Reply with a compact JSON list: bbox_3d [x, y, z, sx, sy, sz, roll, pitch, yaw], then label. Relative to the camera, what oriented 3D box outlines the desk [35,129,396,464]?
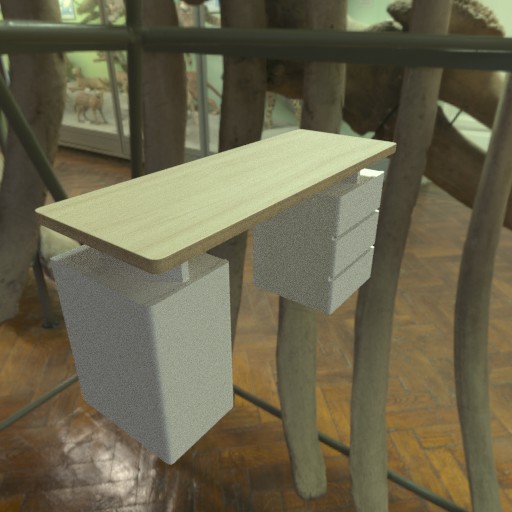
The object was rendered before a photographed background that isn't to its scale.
[{"bbox_3d":[0.000,0.000,1.881,0.550,0.755,1.500,19,33,32],"label":"desk"}]
